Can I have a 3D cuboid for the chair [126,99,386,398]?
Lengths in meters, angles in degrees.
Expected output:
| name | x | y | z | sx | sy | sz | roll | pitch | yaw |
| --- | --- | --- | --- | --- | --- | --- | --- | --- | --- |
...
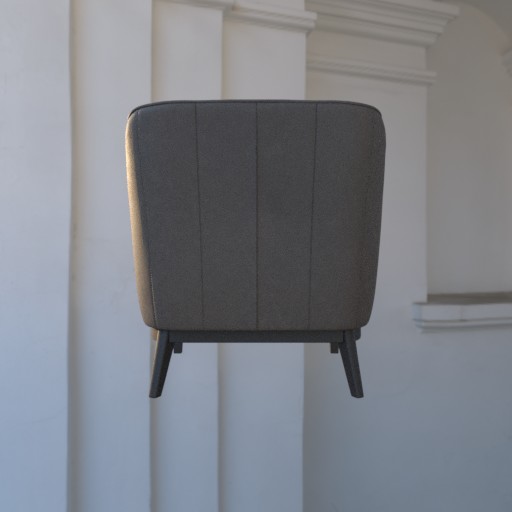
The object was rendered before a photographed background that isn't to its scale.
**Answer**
| name | x | y | z | sx | sy | sz | roll | pitch | yaw |
| --- | --- | --- | --- | --- | --- | --- | --- | --- | --- |
| chair | 0.000 | 0.000 | 1.593 | 0.871 | 0.830 | 0.852 | 0 | -1 | 0 |
